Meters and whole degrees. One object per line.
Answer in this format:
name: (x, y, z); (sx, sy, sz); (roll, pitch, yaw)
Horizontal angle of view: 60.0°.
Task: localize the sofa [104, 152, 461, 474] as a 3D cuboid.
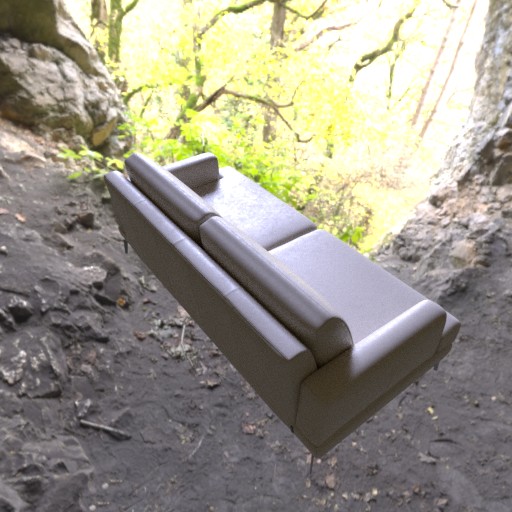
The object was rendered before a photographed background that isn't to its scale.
sofa: (0.000, 0.000, 2.417); (0.974, 0.765, 1.940); (-25, 46, -28)
